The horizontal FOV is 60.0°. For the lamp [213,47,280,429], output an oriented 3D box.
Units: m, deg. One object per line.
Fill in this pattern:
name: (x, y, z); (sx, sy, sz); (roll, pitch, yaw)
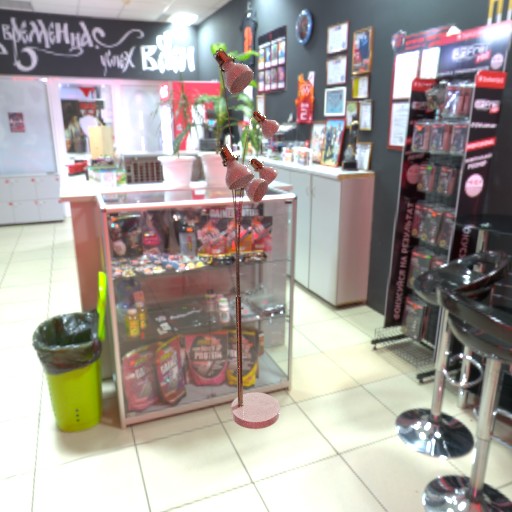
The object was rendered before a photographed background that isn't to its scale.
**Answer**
lamp: (0.000, 0.000, 2.972); (0.361, 2.423, 1.405); (3, 17, 10)
